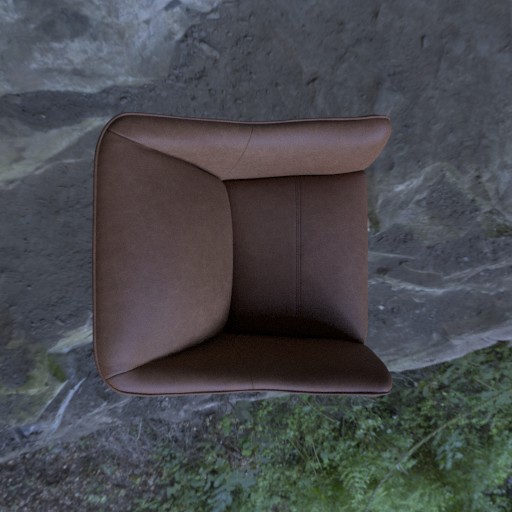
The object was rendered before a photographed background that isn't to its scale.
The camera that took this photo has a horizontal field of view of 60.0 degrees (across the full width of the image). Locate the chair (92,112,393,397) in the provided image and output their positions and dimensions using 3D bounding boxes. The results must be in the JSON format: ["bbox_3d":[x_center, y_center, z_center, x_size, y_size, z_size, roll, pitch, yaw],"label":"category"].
[{"bbox_3d":[0.000,0.000,1.522,0.852,0.830,0.871,0,89,-2],"label":"chair"}]
